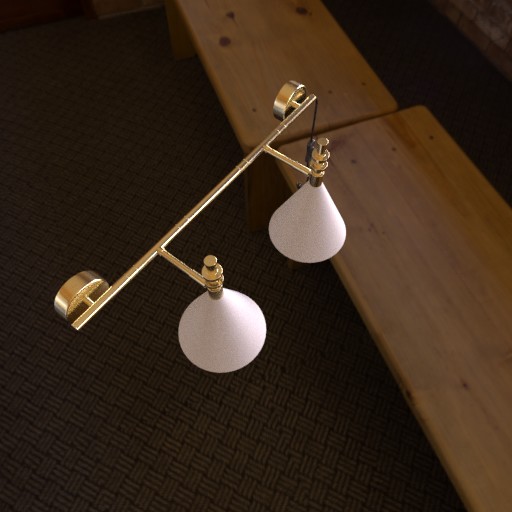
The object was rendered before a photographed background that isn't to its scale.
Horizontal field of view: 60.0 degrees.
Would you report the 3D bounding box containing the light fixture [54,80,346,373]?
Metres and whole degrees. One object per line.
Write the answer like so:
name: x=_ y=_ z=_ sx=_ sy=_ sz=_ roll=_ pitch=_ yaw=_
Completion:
light fixture: x=0.000 y=0.000 z=0.862 sx=0.239 sy=0.468 sz=0.642 roll=33 pitch=65 yaw=18
